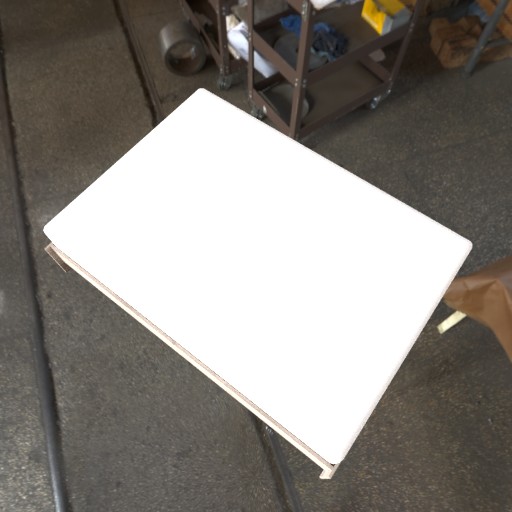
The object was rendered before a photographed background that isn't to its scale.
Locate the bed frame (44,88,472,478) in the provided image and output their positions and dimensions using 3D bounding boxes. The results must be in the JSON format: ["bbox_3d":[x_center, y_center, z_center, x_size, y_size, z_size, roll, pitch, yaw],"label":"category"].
[{"bbox_3d":[0.000,0.000,2.592,1.945,0.497,1.445,34,68,16],"label":"bed frame"}]
